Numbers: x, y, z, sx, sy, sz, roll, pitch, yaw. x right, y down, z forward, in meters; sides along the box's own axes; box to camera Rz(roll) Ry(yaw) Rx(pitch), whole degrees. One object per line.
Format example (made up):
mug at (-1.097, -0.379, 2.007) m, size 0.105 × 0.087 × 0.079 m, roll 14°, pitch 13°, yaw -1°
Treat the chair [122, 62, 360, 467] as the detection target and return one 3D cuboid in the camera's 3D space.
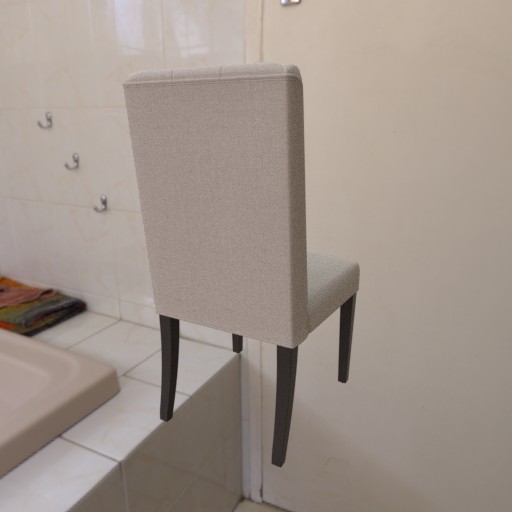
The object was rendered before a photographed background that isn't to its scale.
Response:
chair at (0.000, 0.000, 1.276) m, size 0.474 × 0.961 × 0.523 m, roll 9°, pitch 19°, yaw 28°
